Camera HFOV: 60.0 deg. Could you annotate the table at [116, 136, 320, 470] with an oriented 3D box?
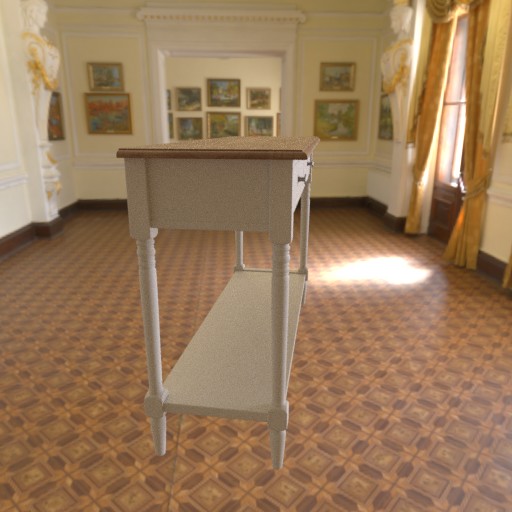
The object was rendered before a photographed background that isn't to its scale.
[{"bbox_3d":[0.000,0.000,1.584,0.399,0.800,1.219,3,16,9],"label":"table"}]
